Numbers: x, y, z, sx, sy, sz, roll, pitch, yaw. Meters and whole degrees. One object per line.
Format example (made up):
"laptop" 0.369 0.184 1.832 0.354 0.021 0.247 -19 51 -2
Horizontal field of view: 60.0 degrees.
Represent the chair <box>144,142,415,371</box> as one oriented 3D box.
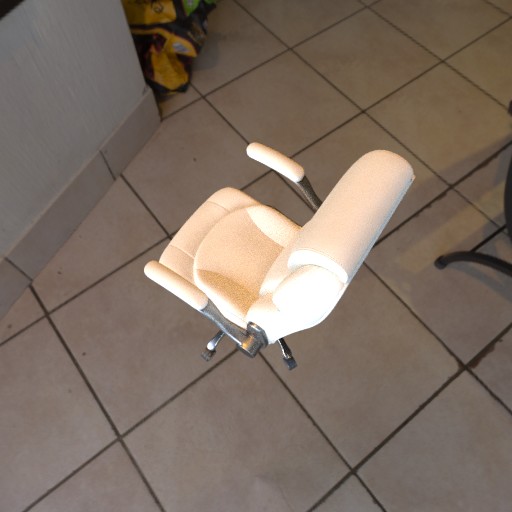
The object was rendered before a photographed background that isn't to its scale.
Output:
"chair" 0.000 0.000 1.820 0.806 1.330 0.755 31 68 14
